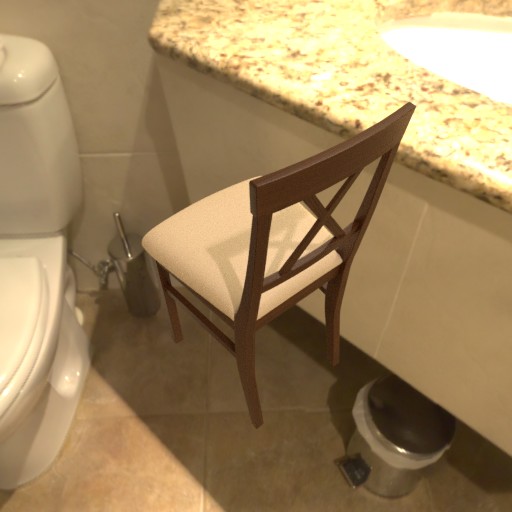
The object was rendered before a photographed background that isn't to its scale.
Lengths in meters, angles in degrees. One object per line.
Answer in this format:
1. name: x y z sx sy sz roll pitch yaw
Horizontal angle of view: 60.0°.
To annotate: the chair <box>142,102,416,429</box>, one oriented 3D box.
1. chair: 0.000 0.000 1.165 0.440 0.913 0.480 -31 54 -25
